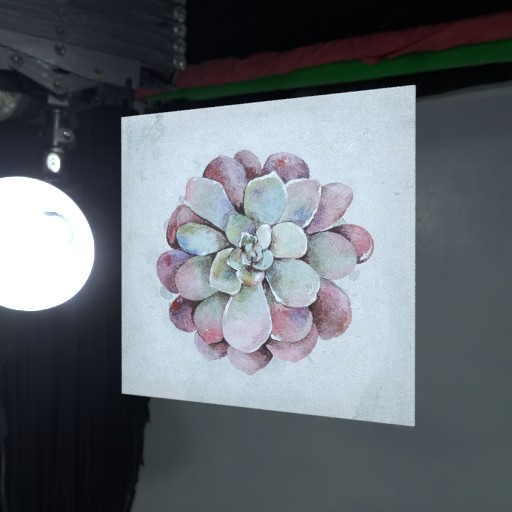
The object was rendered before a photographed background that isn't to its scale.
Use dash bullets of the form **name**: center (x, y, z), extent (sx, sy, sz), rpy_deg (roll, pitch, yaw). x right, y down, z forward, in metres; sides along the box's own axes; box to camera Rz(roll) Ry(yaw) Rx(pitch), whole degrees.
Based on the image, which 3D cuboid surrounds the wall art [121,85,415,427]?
- **wall art**: center (0.000, 0.000, 0.897), extent (0.605, 0.605, 0.044), rpy_deg (0, 0, 18)
